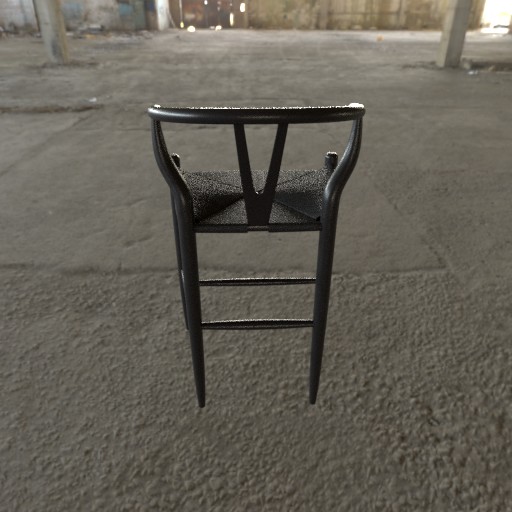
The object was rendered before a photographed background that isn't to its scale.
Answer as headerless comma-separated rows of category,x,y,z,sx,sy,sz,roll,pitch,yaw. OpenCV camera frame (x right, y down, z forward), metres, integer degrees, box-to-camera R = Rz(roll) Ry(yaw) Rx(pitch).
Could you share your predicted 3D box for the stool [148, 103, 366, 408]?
stool,0.000,0.000,1.345,0.569,0.970,0.579,-1,29,-2
